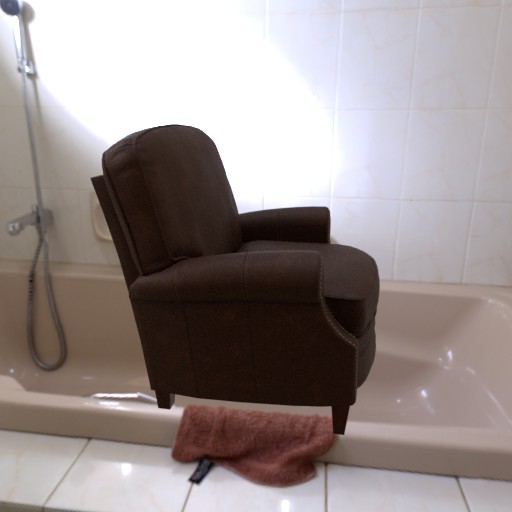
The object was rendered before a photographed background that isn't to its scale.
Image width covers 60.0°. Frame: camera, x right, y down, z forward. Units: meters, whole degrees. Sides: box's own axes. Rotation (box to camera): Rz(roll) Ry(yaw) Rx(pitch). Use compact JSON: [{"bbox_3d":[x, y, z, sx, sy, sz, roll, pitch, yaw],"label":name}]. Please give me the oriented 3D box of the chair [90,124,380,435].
[{"bbox_3d":[0.000,0.000,1.784,0.986,1.018,0.936,3,17,10],"label":"chair"}]
